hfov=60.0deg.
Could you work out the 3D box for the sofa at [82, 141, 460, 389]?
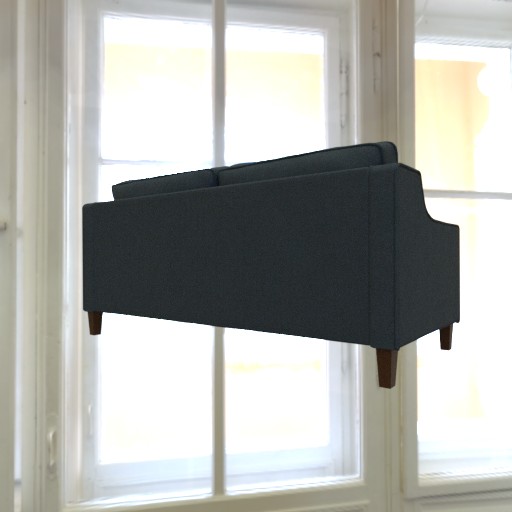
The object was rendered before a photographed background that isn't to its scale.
[{"bbox_3d":[0.000,0.000,2.791,2.178,1.071,1.066,0,0,37],"label":"sofa"}]
